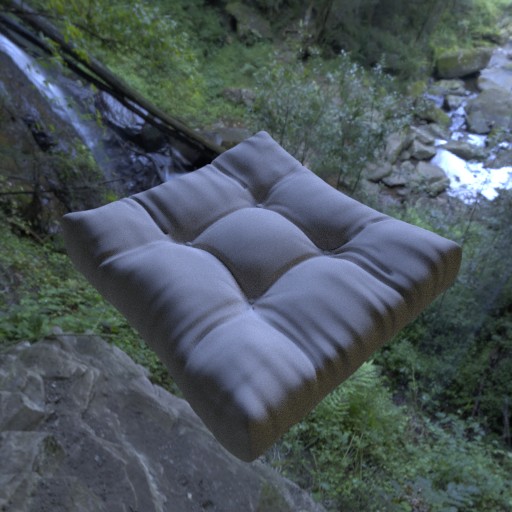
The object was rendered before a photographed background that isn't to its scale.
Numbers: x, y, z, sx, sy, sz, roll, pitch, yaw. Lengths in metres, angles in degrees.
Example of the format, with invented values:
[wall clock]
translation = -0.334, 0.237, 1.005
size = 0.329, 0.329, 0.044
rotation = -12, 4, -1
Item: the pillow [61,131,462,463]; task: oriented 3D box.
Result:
[pillow]
translation = 0.000, 0.000, 0.733
size = 0.468, 0.128, 0.490
rotation = -31, 52, -28
